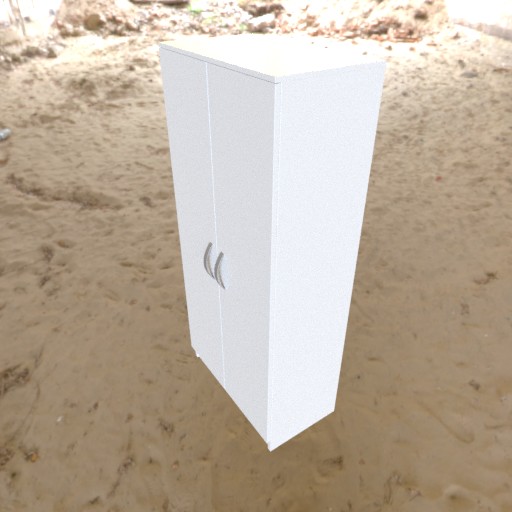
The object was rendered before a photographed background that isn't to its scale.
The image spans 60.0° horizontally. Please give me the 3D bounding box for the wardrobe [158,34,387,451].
[{"bbox_3d":[0.000,0.000,2.000,0.470,1.700,0.760,-21,39,-28],"label":"wardrobe"}]
